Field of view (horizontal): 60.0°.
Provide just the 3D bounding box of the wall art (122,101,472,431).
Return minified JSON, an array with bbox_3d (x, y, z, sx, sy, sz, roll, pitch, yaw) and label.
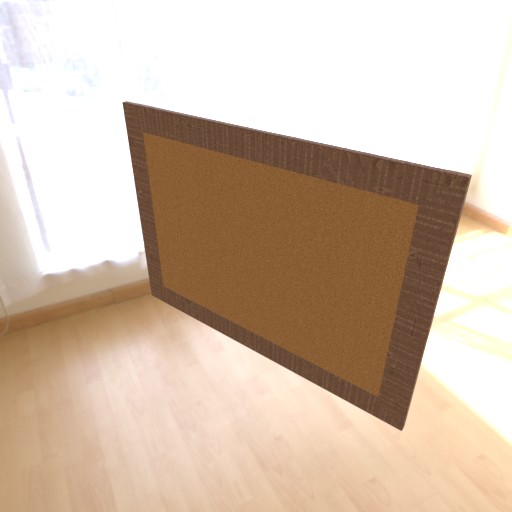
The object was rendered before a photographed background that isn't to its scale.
[{"bbox_3d":[0.000,0.000,1.336,1.056,0.761,0.020,22,38,31],"label":"wall art"}]
